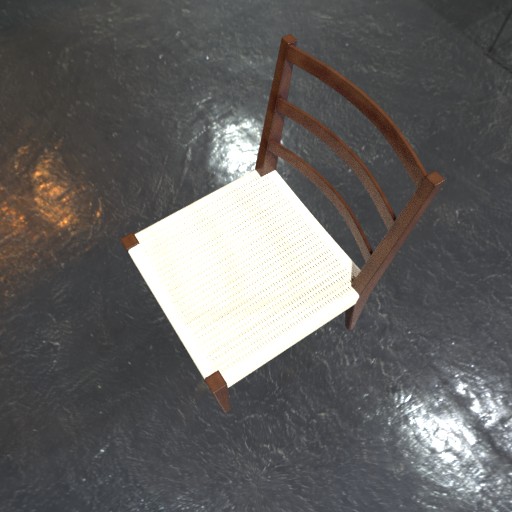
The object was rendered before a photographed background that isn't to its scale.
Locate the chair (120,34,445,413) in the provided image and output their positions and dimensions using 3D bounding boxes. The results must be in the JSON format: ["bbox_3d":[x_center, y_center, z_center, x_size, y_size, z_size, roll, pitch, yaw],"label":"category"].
[{"bbox_3d":[0.000,0.000,1.162,0.551,0.813,0.480,-31,67,-15],"label":"chair"}]
